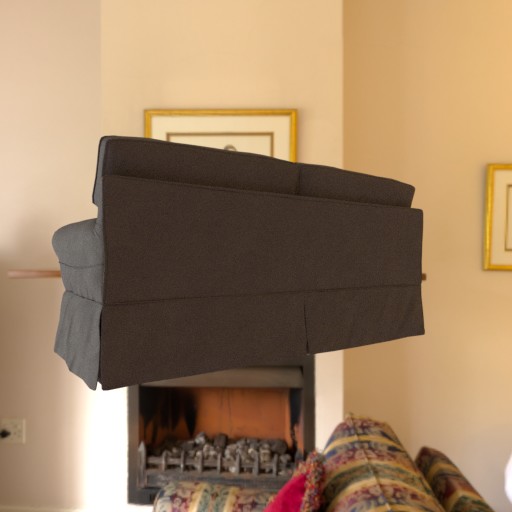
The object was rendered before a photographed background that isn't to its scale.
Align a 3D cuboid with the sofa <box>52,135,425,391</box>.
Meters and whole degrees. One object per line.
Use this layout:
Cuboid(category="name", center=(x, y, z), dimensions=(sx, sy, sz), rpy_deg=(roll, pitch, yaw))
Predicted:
Cuboid(category="sofa", center=(0.000, 0.000, 2.794), dimensions=(2.256, 1.094, 0.983), rpy_deg=(0, 0, -36))
